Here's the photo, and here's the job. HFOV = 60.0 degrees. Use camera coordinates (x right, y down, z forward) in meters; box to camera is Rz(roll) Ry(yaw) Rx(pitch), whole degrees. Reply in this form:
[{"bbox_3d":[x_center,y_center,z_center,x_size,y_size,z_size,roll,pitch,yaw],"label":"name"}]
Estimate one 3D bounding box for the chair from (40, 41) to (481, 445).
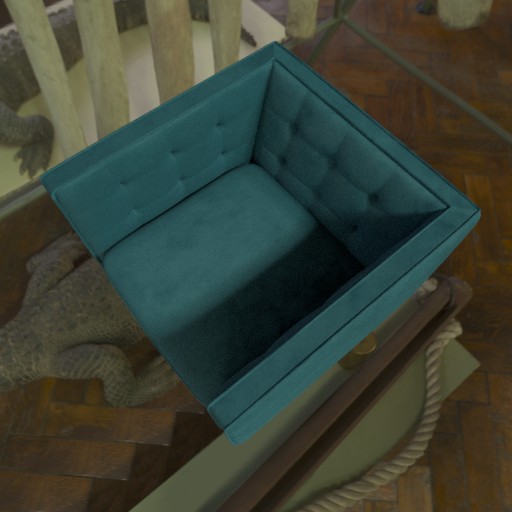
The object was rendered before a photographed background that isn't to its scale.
[{"bbox_3d":[0.000,0.000,1.535,0.894,0.790,0.880,-36,70,-16],"label":"chair"}]
